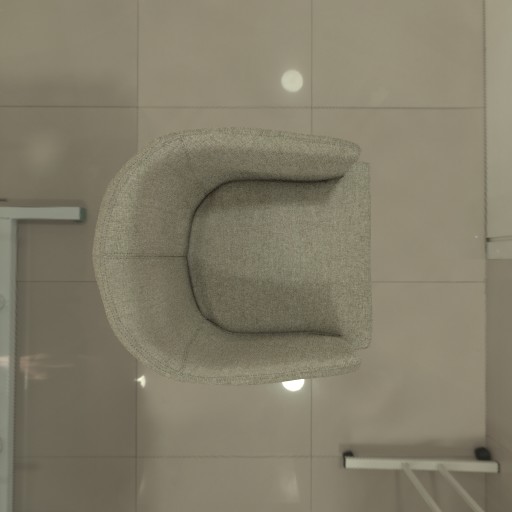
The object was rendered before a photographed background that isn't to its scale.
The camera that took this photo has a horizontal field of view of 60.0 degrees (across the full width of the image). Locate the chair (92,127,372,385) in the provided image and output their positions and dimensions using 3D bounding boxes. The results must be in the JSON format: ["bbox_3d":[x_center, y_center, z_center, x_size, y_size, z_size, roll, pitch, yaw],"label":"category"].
[{"bbox_3d":[0.000,0.000,1.273,0.655,0.811,0.583,0,90,0],"label":"chair"}]
